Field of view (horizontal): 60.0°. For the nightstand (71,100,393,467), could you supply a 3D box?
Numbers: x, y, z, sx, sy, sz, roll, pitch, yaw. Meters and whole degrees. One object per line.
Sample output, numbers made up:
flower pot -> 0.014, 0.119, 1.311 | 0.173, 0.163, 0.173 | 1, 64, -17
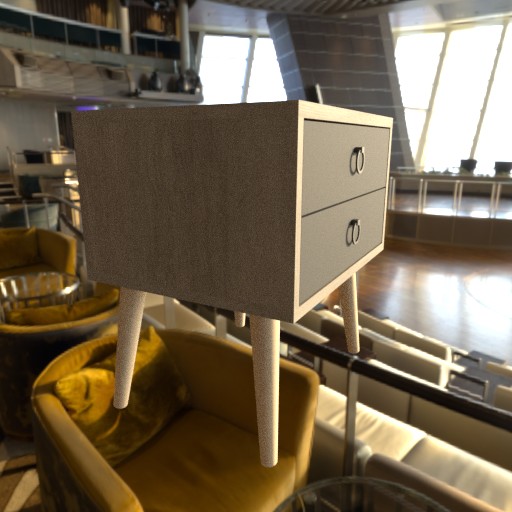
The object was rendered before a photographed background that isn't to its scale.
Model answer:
nightstand -> 0.000, 0.000, 0.823 | 0.380, 0.500, 0.450 | 8, 17, 28
